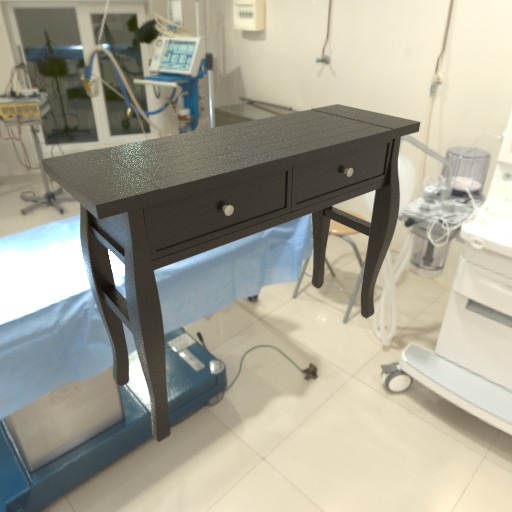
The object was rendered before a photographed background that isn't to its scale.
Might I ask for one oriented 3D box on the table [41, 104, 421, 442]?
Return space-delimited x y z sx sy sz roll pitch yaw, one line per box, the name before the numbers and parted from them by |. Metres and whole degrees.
table | 0.000 0.000 1.443 1.062 0.768 0.373 -22 37 -33
